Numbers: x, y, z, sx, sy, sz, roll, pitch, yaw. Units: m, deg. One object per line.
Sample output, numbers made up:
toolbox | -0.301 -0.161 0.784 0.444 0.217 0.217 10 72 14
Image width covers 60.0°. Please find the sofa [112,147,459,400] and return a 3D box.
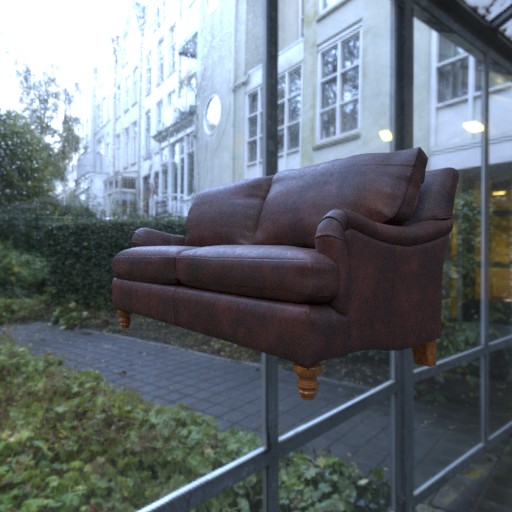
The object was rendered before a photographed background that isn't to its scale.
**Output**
sofa | 0.000 0.000 2.777 1.147 1.071 2.144 -1 1 -37
